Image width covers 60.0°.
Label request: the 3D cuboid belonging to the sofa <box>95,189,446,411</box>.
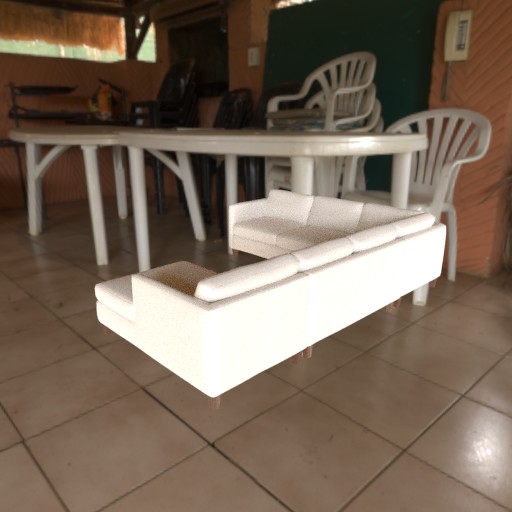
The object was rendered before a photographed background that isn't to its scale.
[{"bbox_3d":[0.000,0.000,4.545,3.238,0.853,2.551,-16,23,-42],"label":"sofa"}]
